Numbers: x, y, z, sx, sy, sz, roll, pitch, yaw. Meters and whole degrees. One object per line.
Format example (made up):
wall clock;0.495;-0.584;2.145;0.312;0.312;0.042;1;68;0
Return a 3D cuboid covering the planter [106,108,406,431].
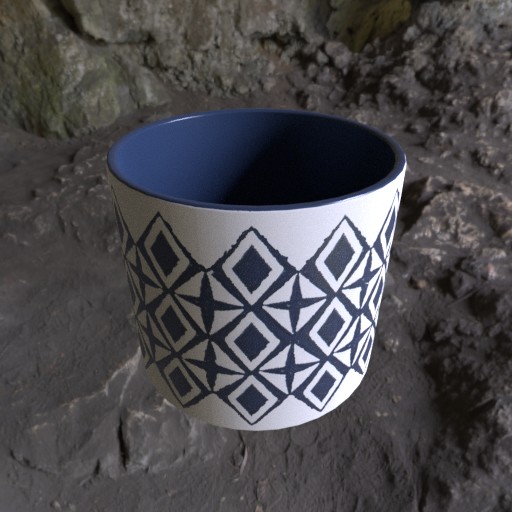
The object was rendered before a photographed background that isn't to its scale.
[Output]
planter;0.000;0.000;0.320;0.182;0.165;0.182;0;32;0
